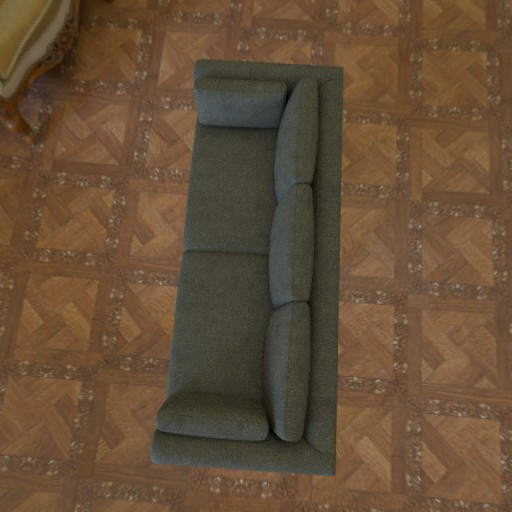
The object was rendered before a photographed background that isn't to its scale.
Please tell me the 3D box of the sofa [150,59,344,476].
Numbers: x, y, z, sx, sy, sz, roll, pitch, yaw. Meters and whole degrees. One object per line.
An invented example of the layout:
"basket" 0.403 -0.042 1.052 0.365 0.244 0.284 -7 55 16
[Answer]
"sofa" 0.000 0.000 2.854 0.969 0.867 2.415 4 76 1
